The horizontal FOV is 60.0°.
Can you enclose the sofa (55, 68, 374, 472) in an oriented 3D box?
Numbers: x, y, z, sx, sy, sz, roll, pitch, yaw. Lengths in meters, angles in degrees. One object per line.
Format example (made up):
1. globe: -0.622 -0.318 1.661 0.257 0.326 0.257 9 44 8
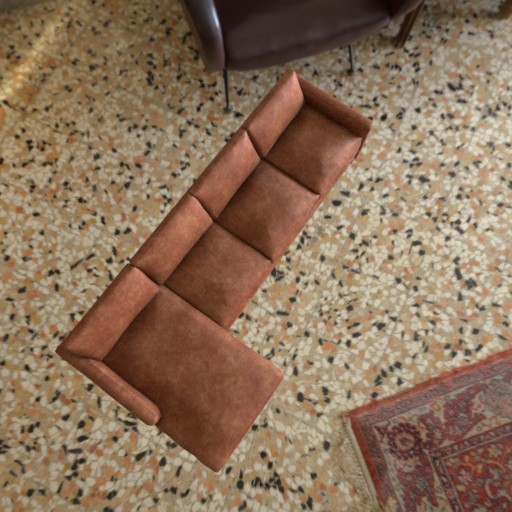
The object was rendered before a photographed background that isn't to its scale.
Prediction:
1. sofa: 0.000 0.000 3.626 1.471 0.859 2.993 35 77 9
